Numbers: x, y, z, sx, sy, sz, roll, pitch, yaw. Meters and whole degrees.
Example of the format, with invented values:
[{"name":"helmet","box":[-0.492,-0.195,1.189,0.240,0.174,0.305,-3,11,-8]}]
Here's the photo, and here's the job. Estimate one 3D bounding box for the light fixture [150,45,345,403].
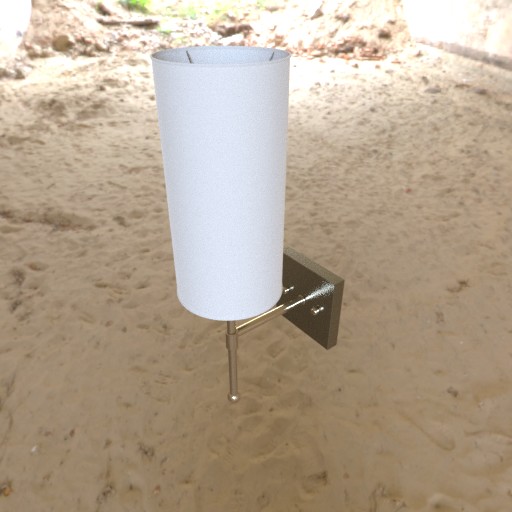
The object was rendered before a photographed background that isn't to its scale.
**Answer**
[{"name":"light fixture","box":[0.000,0.000,0.545,0.208,0.462,0.128,-22,38,-32]}]
